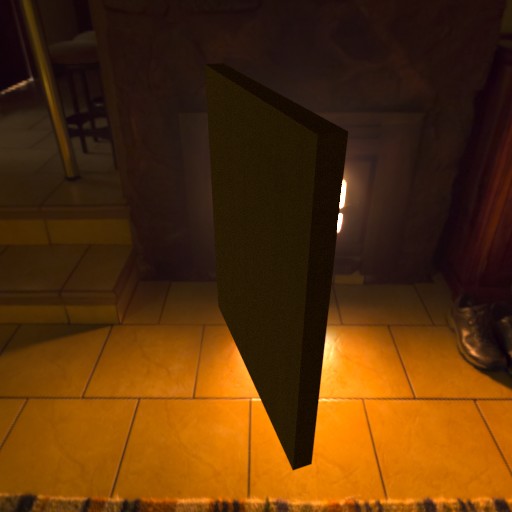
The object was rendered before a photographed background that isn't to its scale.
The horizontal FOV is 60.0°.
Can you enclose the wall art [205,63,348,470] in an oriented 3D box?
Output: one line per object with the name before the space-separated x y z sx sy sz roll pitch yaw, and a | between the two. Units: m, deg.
wall art | 0.000 0.000 0.765 0.034 0.552 0.455 -11 33 -17
